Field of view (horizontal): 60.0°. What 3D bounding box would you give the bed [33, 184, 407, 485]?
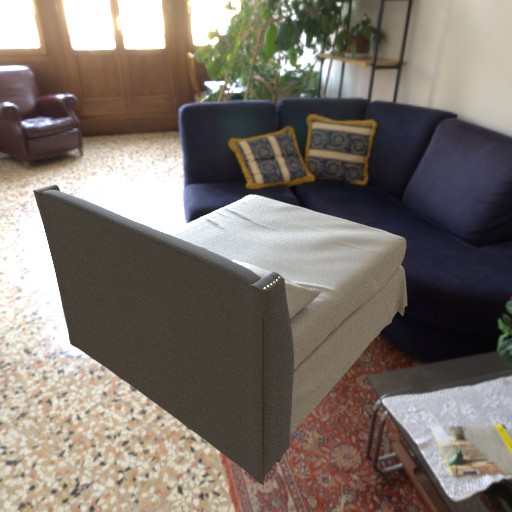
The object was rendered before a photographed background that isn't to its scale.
[{"bbox_3d":[0.000,0.000,3.414,1.925,1.332,2.276,21,35,33],"label":"bed"}]
